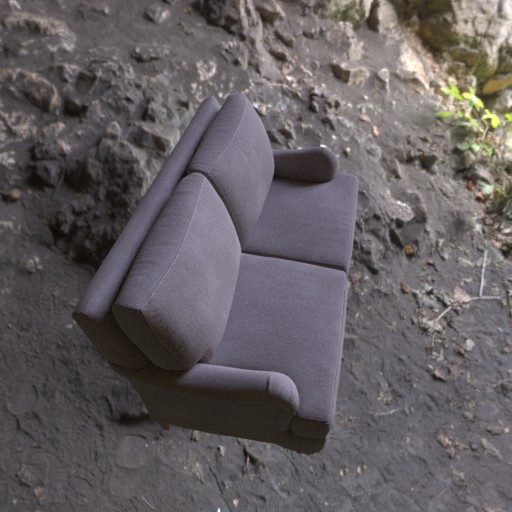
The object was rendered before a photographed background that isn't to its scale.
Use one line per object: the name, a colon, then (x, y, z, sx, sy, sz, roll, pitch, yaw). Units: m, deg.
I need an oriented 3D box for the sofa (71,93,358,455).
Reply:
sofa: (0.000, 0.000, 2.535, 1.084, 1.101, 1.853, 9, 47, 9)
